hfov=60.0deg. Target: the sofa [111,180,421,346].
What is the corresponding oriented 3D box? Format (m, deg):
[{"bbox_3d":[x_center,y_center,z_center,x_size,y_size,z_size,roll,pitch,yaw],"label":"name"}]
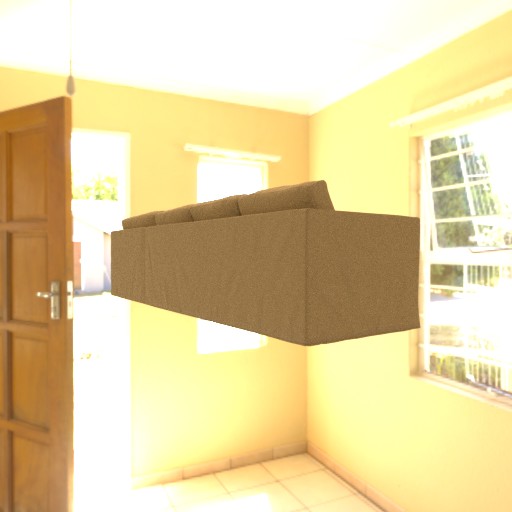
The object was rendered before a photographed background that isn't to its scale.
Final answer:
[{"bbox_3d":[0.000,0.000,3.931,1.622,0.867,3.177,0,1,-35],"label":"sofa"}]
